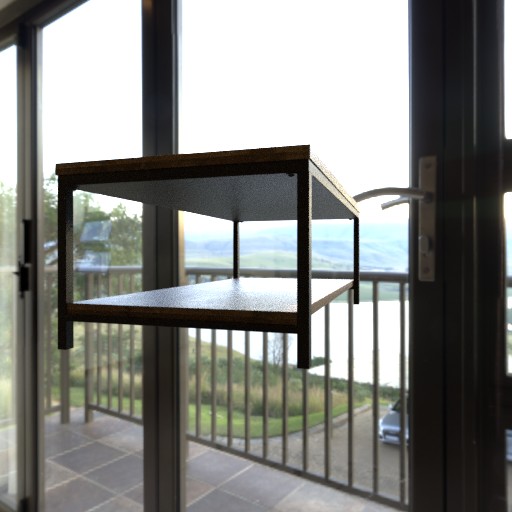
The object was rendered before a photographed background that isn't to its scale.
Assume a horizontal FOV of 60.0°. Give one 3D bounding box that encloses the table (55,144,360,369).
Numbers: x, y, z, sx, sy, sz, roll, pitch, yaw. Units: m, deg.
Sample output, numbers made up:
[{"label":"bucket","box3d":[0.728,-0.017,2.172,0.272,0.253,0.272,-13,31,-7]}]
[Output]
[{"label":"table","box3d":[0.000,0.000,1.388,0.551,0.399,1.100,0,0,18]}]
